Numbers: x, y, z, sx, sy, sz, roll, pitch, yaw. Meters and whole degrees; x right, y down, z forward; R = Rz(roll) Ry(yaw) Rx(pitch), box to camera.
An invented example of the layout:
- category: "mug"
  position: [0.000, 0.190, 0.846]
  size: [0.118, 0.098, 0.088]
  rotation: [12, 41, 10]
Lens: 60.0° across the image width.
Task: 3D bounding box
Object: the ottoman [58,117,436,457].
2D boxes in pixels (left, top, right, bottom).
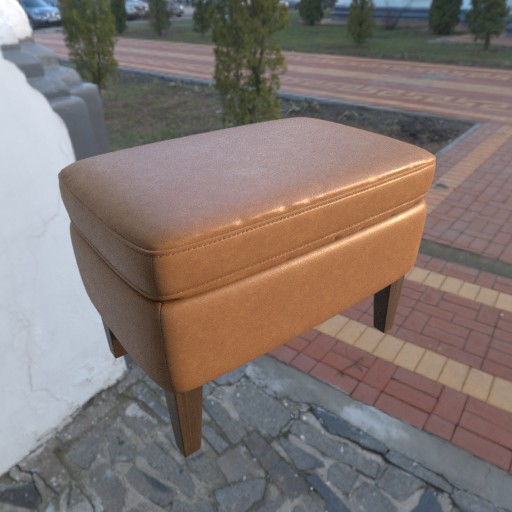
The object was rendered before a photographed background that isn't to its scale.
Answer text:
- category: "ottoman"
  position: [0.000, 0.000, 0.960]
  size: [0.670, 0.480, 0.420]
  rotation: [-21, 37, -32]
